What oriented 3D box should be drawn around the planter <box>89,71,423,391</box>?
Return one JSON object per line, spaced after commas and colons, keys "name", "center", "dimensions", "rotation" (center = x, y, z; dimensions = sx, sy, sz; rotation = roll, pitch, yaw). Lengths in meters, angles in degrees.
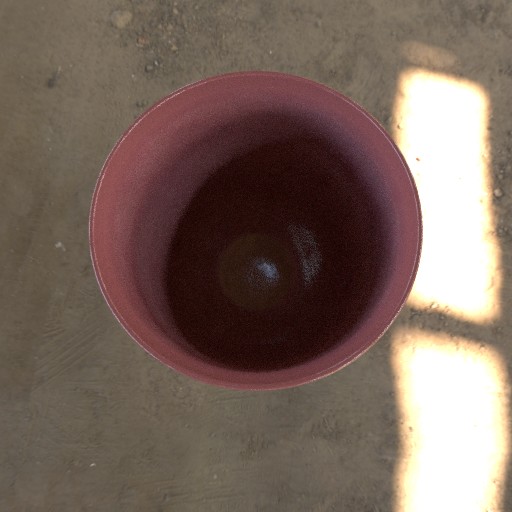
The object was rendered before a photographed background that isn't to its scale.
{"name": "planter", "center": [0.000, 0.000, 0.482], "dimensions": [0.266, 0.270, 0.266], "rotation": [0, 76, 0]}
